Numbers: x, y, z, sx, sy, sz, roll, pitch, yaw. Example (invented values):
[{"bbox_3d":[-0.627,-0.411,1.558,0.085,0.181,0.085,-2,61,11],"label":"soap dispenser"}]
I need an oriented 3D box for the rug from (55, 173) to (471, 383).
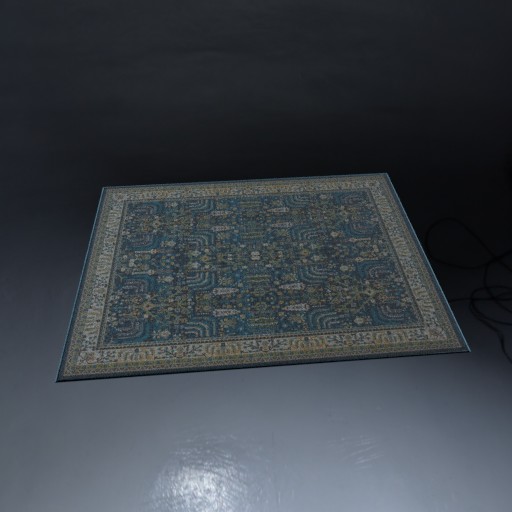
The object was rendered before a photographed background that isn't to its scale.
[{"bbox_3d":[0.000,0.000,3.988,3.044,0.015,2.226,-3,47,-3],"label":"rug"}]
